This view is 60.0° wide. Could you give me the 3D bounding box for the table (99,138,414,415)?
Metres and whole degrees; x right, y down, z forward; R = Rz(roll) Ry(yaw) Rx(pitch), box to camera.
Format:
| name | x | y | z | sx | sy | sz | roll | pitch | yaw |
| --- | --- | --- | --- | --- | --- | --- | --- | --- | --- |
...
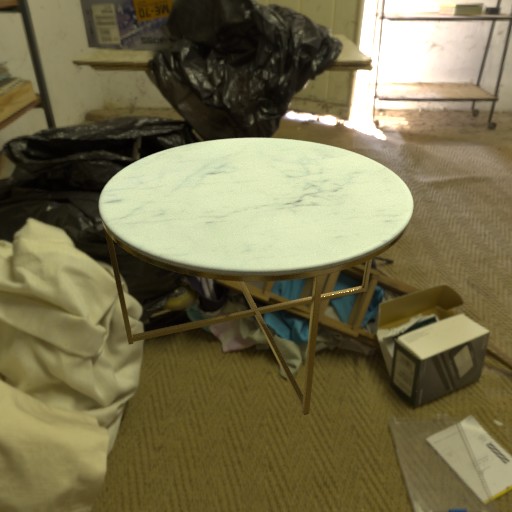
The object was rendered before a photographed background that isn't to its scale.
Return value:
| name | x | y | z | sx | sy | sz | roll | pitch | yaw |
| --- | --- | --- | --- | --- | --- | --- | --- | --- | --- |
| table | 0.000 | 0.000 | 1.293 | 0.800 | 0.450 | 0.800 | 0 | 33 | 0 |
